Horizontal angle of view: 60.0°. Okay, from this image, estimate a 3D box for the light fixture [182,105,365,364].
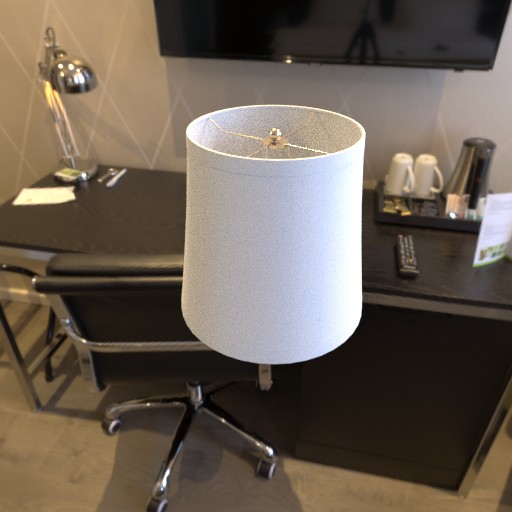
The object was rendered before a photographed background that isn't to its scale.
[{"bbox_3d":[0.000,0.000,0.594,0.223,0.381,0.348,-10,34,-15],"label":"light fixture"}]
